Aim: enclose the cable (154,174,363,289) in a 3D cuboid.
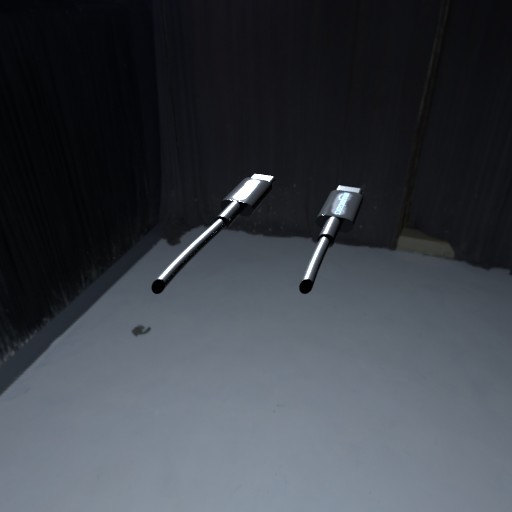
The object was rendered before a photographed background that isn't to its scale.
[{"bbox_3d":[0.000,0.000,0.111,0.041,0.005,0.098,11,34,17],"label":"cable"}]
